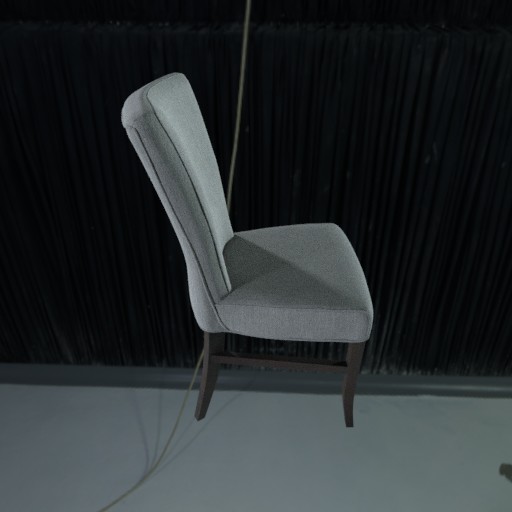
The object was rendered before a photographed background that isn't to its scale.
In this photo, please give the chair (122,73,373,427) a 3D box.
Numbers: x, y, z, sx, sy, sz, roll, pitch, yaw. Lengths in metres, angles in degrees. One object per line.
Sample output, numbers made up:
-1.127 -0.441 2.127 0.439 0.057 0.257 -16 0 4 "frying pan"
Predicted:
0.000 0.000 1.365 0.660 0.991 0.520 -1 31 -1 "chair"
